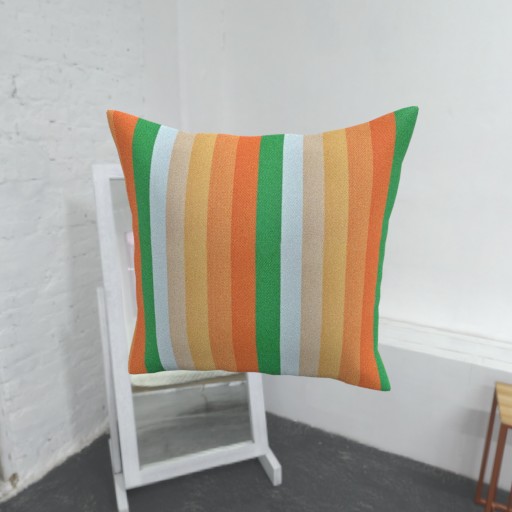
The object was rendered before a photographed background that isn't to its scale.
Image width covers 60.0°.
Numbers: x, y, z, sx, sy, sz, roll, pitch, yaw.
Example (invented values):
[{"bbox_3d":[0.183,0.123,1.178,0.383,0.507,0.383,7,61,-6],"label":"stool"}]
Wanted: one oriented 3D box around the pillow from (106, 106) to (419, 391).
[{"bbox_3d":[0.000,0.000,0.697,0.453,0.444,0.169,2,15,7],"label":"pillow"}]
